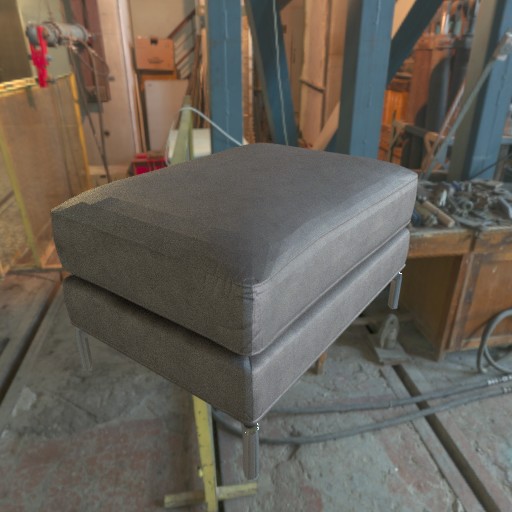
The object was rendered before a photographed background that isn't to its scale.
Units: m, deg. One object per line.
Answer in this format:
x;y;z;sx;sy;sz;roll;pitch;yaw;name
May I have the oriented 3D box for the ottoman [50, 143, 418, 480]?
0.000;0.000;1.062;0.520;0.456;0.719;18;31;32;ottoman
